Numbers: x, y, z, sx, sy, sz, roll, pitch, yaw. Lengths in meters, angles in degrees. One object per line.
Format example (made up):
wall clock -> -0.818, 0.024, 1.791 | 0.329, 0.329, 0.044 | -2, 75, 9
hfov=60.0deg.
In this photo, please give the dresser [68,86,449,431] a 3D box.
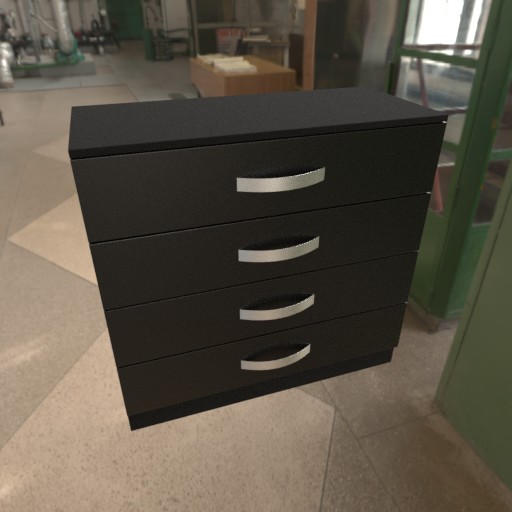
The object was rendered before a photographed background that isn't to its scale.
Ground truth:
dresser -> 0.000, 0.000, 1.134 | 0.750, 0.720, 0.360 | -10, 32, -16
